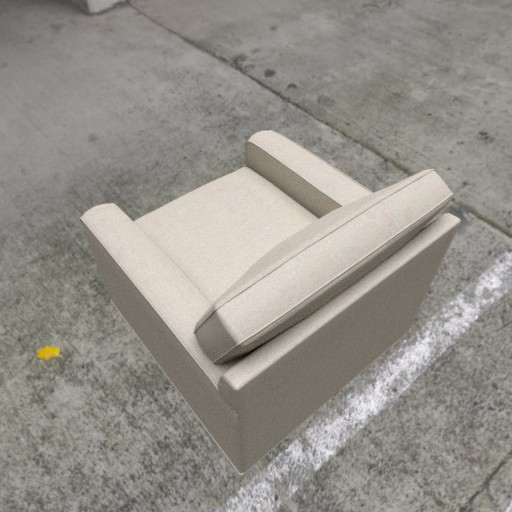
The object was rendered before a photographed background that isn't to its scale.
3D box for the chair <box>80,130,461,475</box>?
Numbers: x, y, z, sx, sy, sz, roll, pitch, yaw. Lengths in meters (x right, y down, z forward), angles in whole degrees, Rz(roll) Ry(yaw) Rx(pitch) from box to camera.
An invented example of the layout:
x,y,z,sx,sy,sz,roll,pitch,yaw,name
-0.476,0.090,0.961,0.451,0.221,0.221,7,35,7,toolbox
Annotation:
x,y,z,sx,sy,sz,roll,pitch,yaw,name
0.000,0.000,1.794,0.998,0.913,1.043,-31,55,-25,chair
